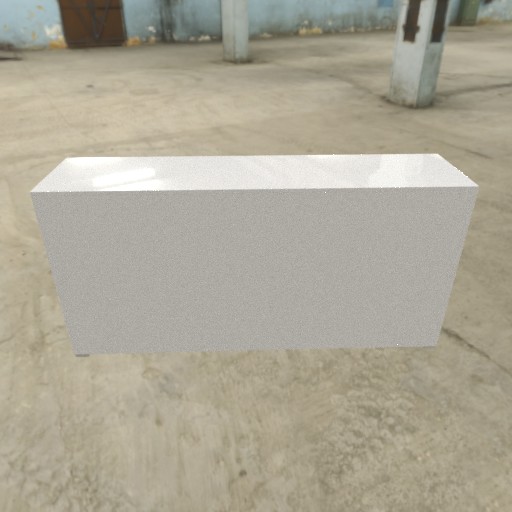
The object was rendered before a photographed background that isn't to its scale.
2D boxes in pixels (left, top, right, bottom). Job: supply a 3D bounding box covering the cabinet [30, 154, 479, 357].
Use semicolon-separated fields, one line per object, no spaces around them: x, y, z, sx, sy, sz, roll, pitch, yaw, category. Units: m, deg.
0.000;0.000;1.999;1.650;0.800;0.400;-1;30;-2;cabinet
